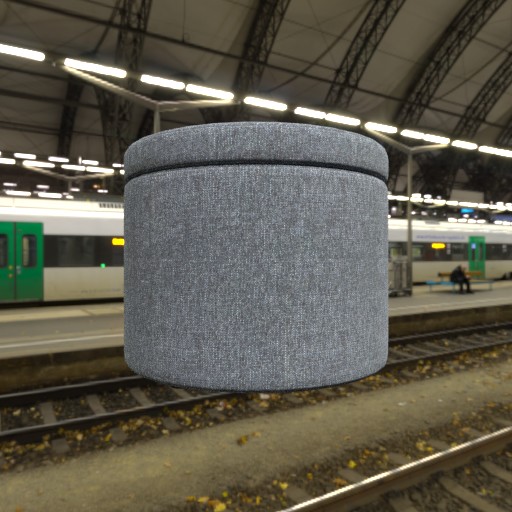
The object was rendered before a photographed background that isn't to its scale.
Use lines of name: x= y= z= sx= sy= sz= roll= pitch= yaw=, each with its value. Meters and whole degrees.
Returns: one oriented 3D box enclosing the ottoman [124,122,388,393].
ottoman: x=0.000 y=0.000 z=0.875 sx=0.500 sy=0.419 sz=0.500 roll=0 pitch=0 yaw=0
